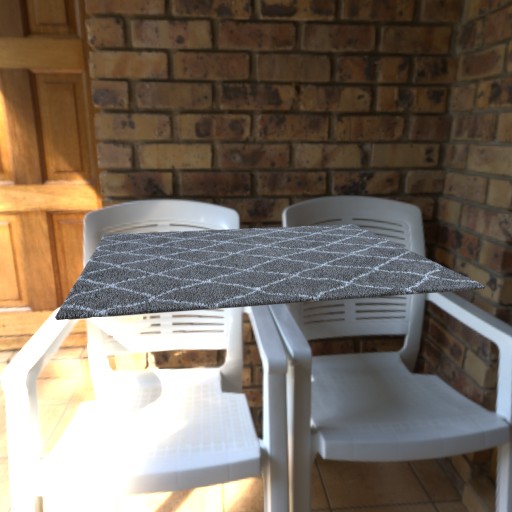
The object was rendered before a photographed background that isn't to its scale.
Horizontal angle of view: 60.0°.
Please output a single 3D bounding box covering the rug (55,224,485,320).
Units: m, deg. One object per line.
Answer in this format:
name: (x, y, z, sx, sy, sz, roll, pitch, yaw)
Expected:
rug: (0.000, 0.000, 4.187, 3.047, 0.029, 2.438, -3, 16, -11)
